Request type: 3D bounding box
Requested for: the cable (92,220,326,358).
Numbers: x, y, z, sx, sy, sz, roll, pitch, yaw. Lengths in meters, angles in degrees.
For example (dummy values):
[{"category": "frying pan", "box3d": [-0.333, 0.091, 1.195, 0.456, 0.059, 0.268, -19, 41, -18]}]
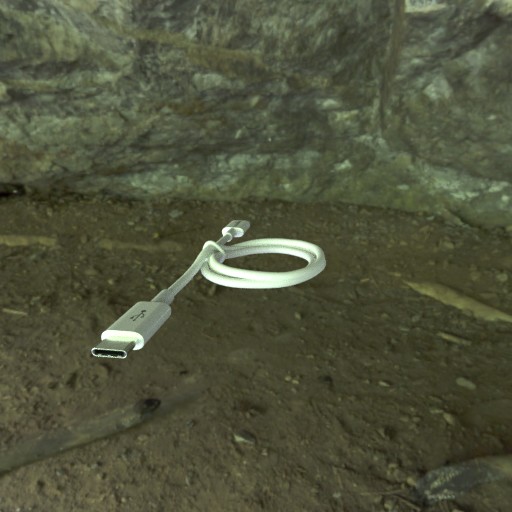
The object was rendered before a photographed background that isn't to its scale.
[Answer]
[{"category": "cable", "box3d": [0.000, 0.000, 0.223, 0.070, 0.014, 0.203, 2, 16, 9]}]
